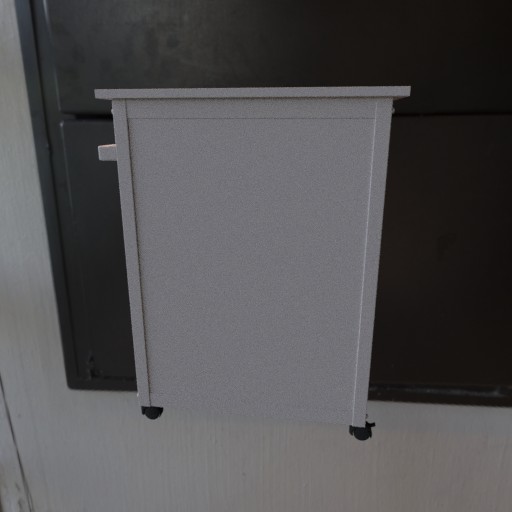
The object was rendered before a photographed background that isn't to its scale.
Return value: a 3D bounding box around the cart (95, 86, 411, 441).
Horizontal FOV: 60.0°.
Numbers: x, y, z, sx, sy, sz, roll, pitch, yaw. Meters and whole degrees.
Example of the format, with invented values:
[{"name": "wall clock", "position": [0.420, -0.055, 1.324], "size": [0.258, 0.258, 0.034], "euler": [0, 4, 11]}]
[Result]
[{"name": "cart", "position": [0.000, 0.000, 1.256], "size": [0.683, 0.864, 0.442], "euler": [3, 17, 8]}]
